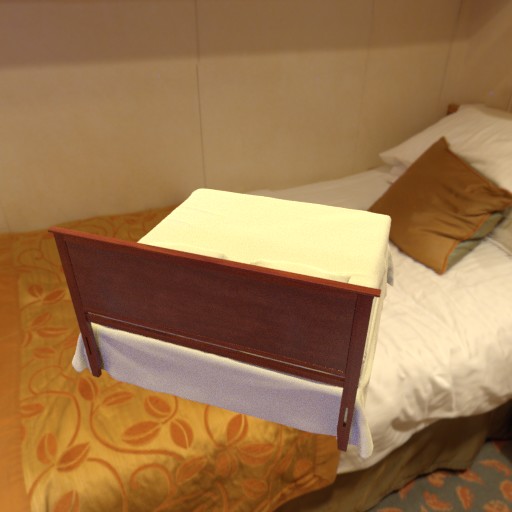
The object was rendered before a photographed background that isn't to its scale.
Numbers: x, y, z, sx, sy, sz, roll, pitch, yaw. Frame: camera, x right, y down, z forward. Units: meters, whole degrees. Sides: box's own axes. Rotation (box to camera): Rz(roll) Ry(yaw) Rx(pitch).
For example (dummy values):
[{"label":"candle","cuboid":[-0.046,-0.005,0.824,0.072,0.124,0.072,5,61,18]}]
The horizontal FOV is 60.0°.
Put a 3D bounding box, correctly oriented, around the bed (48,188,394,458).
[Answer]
[{"label":"bed","cuboid":[0.000,0.000,3.662,2.314,1.271,2.219,11,34,16]}]
